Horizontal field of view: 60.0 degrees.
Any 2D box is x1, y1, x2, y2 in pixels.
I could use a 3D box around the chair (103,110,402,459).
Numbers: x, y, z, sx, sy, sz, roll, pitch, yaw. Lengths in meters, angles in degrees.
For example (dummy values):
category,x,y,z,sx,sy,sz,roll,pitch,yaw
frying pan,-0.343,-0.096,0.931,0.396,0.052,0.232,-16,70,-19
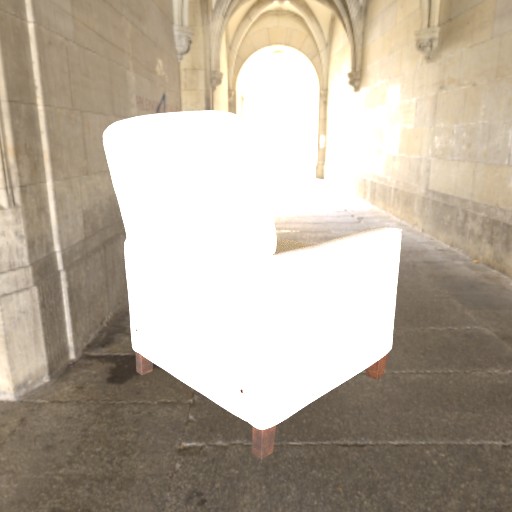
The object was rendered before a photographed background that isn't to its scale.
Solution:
category,x,y,z,sx,sy,sz,roll,pitch,yaw
chair,0.000,0.000,1.713,0.858,1.028,0.841,-14,20,-43
